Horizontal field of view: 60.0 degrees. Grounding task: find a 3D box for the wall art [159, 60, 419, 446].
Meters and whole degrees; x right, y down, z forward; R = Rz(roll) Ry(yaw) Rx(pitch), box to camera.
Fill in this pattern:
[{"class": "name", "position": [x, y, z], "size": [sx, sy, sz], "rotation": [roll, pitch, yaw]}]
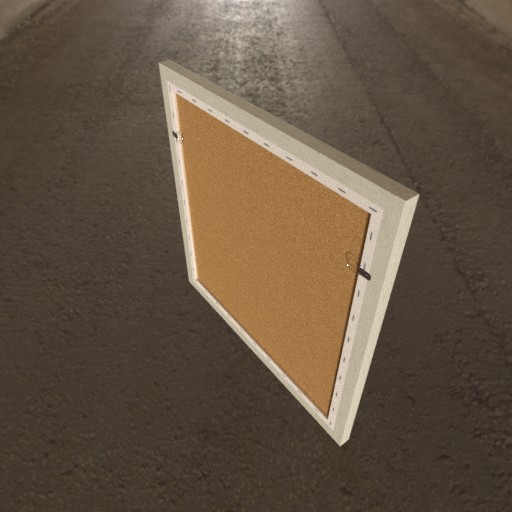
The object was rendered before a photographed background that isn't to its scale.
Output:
[{"class": "wall art", "position": [0.000, 0.000, 1.508], "size": [0.045, 1.016, 1.016], "rotation": [-27, 48, -27]}]
